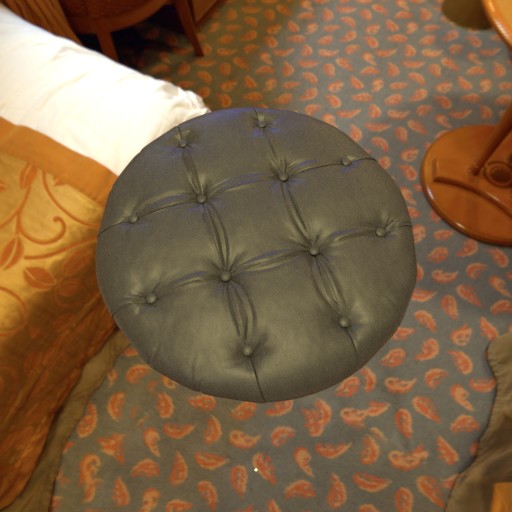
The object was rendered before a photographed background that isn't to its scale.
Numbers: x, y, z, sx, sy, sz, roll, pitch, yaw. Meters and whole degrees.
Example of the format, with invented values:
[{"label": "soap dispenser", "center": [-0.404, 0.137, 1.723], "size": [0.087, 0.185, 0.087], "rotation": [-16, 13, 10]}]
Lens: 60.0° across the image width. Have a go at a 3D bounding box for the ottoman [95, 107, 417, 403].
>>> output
[{"label": "ottoman", "center": [0.000, 0.000, 1.363], "size": [0.901, 0.439, 0.901], "rotation": [0, 64, 0]}]
